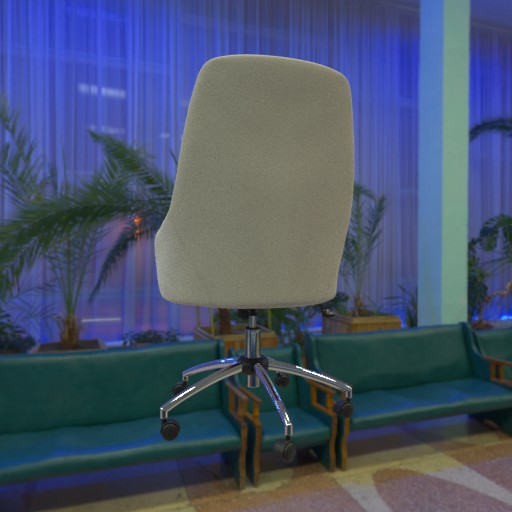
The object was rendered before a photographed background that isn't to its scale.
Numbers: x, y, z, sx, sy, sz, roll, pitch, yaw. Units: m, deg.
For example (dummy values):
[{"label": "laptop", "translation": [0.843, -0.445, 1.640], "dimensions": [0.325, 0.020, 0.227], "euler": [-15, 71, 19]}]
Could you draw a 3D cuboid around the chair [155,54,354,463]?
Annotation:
[{"label": "chair", "translation": [0.000, 0.000, 1.421], "dimensions": [0.620, 1.049, 0.640], "euler": [0, 1, -18]}]
